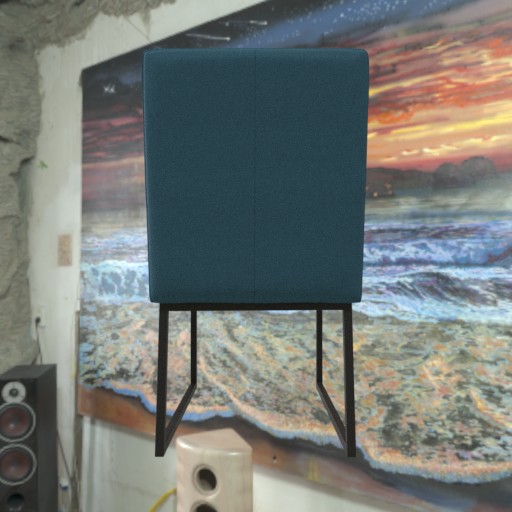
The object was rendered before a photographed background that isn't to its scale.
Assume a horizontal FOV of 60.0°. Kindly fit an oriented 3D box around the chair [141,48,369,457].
[{"bbox_3d":[0.000,0.000,1.278,0.520,0.930,0.634,0,-1,0],"label":"chair"}]
